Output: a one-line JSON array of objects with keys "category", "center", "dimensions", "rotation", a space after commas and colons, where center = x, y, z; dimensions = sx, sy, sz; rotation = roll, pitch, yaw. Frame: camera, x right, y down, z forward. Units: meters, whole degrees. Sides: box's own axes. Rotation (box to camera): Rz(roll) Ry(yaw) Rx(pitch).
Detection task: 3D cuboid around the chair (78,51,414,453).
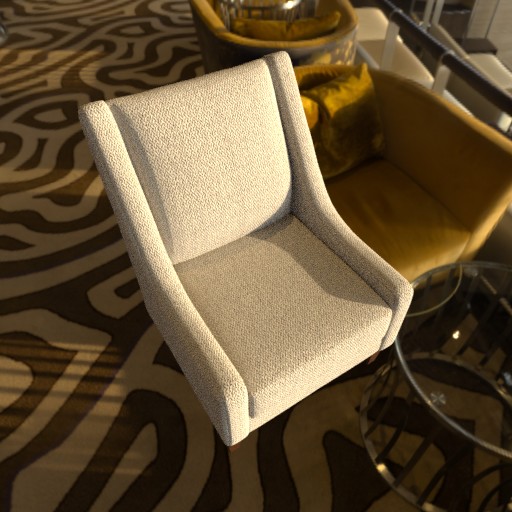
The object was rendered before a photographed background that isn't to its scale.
[{"category": "chair", "center": [0.000, 0.000, 1.583], "dimensions": [0.774, 1.014, 0.870], "rotation": [-25, 52, -22]}]
